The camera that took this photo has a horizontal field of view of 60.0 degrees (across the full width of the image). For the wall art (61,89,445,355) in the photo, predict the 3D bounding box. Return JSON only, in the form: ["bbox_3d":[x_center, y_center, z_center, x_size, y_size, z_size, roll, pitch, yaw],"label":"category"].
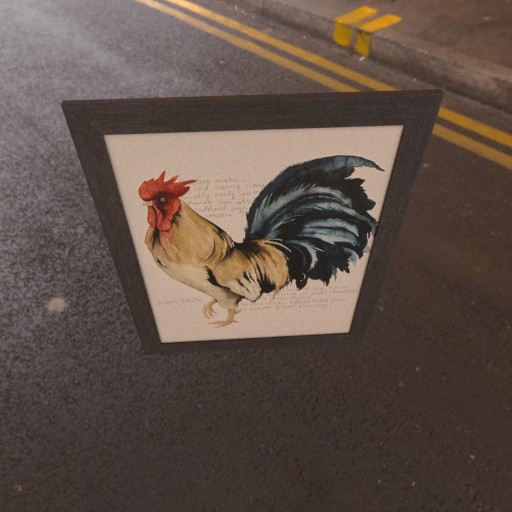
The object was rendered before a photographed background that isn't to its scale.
[{"bbox_3d":[0.000,0.000,0.757,0.476,0.570,0.013,-3,46,-3],"label":"wall art"}]
